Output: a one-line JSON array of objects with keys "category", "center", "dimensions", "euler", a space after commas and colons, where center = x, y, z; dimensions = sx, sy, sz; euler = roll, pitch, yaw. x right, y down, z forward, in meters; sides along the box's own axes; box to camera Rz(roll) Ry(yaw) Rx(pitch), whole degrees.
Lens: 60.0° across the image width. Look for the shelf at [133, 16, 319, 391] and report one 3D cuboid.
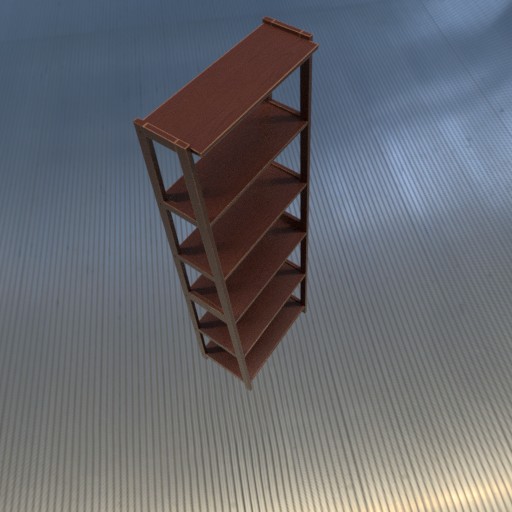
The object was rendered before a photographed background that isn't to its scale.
[{"category": "shelf", "center": [0.000, 0.000, 2.122], "dimensions": [0.381, 1.892, 0.660], "euler": [31, 62, 18]}]
